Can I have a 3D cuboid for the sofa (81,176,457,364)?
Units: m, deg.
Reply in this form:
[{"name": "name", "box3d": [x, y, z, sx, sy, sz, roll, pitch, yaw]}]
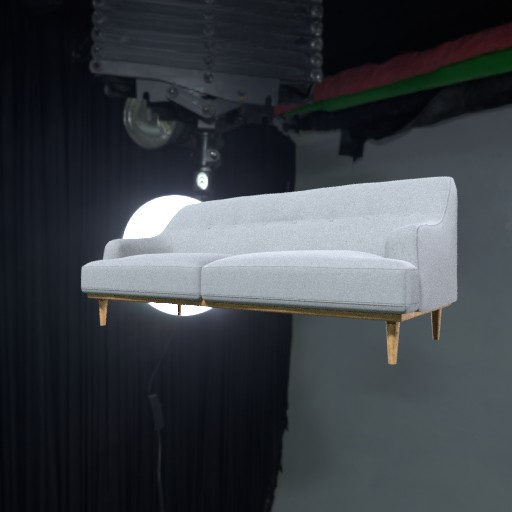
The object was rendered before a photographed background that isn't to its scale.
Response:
[{"name": "sofa", "box3d": [0.000, 0.000, 2.585, 2.057, 0.871, 0.978, -1, -1, 36]}]
